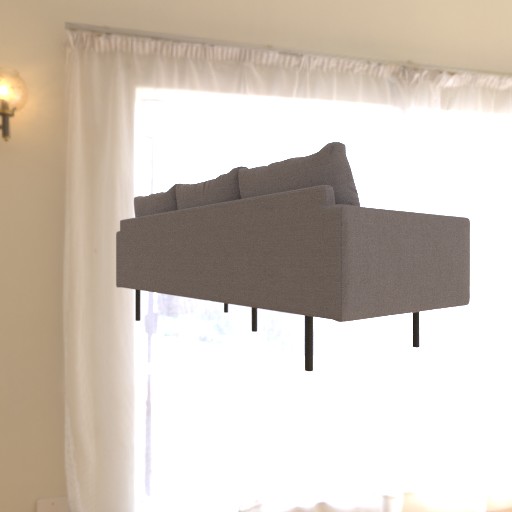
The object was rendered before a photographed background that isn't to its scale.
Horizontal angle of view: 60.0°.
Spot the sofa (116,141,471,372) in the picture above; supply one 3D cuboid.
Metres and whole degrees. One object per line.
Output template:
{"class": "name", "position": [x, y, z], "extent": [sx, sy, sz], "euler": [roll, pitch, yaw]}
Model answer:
{"class": "sofa", "position": [0.000, 0.000, 2.443], "extent": [0.850, 0.830, 2.000], "euler": [0, 0, -38]}
